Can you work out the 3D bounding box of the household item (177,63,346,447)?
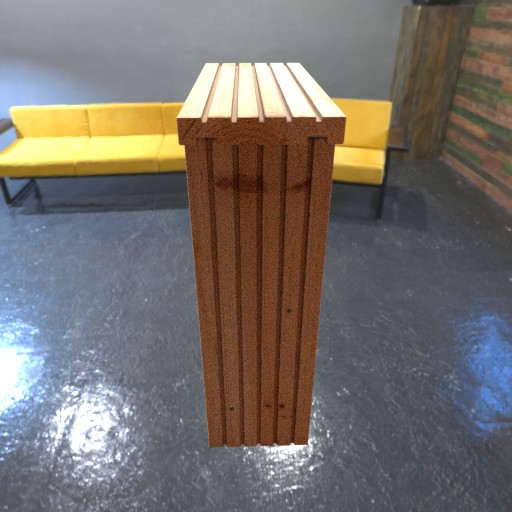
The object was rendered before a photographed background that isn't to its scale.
[{"bbox_3d":[0.000,0.000,0.551,0.123,0.407,0.301,-1,30,-1],"label":"household item"}]
